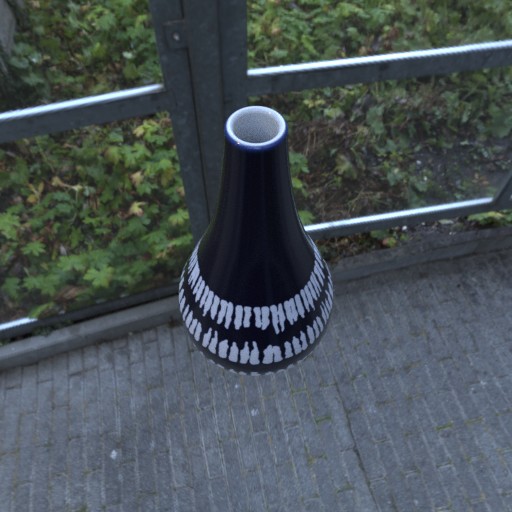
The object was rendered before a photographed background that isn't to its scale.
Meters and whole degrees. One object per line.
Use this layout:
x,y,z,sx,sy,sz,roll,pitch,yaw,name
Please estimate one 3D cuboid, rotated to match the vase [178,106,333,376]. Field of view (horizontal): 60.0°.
0.000,0.000,0.395,0.159,0.295,0.159,0,57,0,vase
